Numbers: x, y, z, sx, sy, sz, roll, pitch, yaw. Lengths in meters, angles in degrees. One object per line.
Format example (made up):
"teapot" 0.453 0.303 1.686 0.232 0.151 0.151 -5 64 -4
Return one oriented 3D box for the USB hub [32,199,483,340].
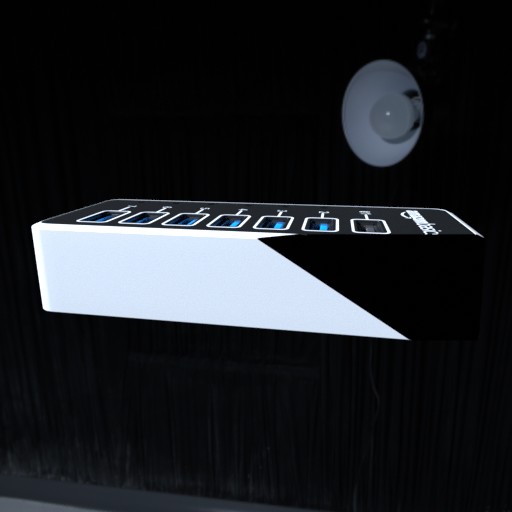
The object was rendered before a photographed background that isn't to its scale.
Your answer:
"USB hub" 0.000 0.000 0.125 0.110 0.023 0.044 3 16 10
